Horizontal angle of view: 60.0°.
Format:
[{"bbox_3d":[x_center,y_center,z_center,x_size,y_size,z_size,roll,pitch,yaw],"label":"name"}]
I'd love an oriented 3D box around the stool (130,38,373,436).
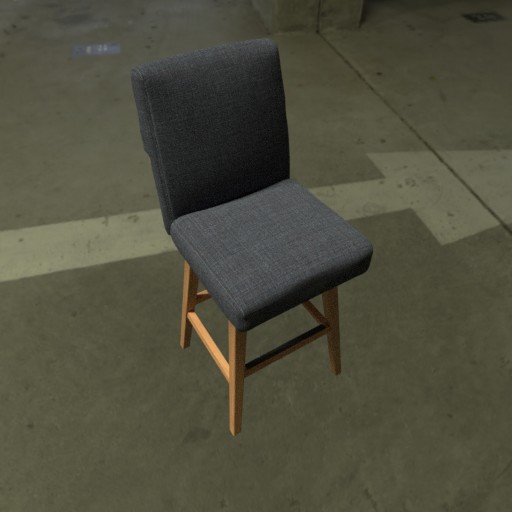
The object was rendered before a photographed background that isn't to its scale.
[{"bbox_3d":[0.000,0.000,1.403,0.483,1.112,0.570,-23,49,-22],"label":"stool"}]
